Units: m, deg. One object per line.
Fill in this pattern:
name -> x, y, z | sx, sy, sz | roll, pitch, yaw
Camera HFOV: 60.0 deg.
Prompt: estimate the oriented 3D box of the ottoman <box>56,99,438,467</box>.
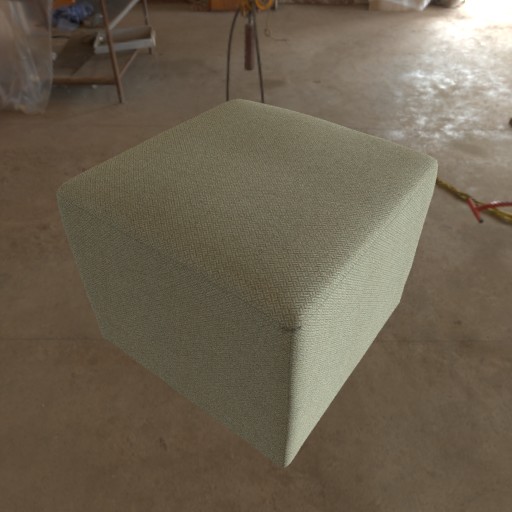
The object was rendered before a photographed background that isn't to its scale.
ottoman -> 0.000, 0.000, 0.918 | 0.512, 0.453, 0.521 | 26, 47, 27
